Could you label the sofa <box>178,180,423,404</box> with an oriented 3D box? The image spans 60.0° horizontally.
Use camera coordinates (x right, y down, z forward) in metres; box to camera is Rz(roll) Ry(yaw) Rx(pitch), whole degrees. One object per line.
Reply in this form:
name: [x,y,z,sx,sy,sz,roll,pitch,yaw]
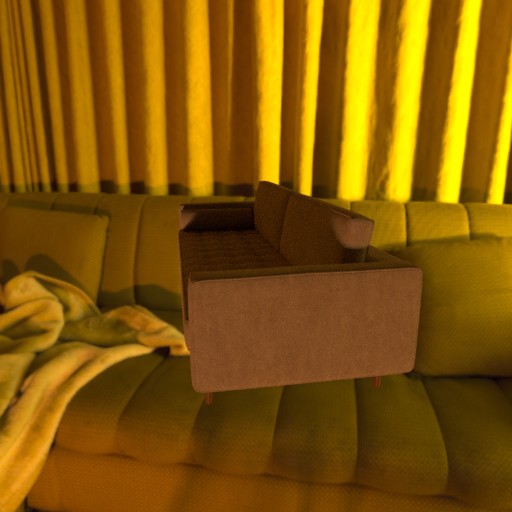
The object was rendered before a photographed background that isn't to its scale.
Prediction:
sofa: [0.000,0.000,2.695,0.919,0.770,2.200,-3,14,-10]
